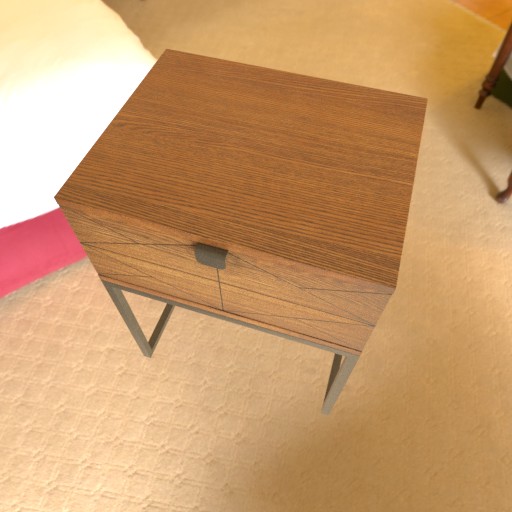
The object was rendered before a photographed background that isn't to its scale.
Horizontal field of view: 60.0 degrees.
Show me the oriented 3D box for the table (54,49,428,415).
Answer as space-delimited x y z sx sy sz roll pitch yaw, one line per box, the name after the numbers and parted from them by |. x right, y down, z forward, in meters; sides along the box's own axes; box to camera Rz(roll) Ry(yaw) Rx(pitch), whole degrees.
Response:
0.000 0.000 0.937 0.482 0.610 0.400 15 58 10 | table
